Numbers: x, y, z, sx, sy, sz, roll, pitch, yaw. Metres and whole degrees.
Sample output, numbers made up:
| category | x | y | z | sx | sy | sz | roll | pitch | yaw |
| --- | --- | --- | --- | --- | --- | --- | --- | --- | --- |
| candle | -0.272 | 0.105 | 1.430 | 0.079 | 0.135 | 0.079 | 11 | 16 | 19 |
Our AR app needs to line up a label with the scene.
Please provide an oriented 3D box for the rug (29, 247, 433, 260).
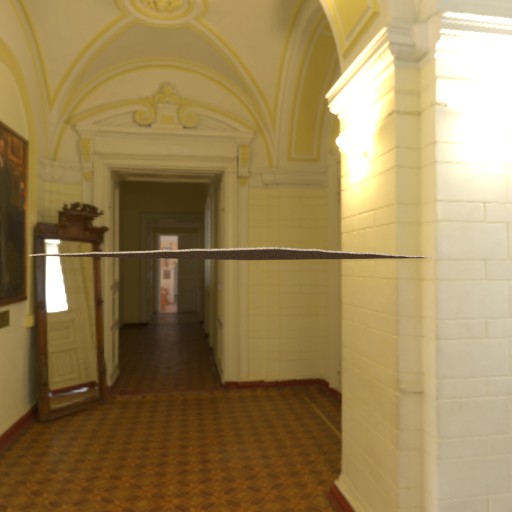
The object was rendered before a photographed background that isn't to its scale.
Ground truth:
| category | x | y | z | sx | sy | sz | roll | pitch | yaw |
| --- | --- | --- | --- | --- | --- | --- | --- | --- | --- |
| rug | 0.000 | 0.000 | 3.342 | 1.964 | 0.025 | 2.455 | -1 | -2 | 36 |
